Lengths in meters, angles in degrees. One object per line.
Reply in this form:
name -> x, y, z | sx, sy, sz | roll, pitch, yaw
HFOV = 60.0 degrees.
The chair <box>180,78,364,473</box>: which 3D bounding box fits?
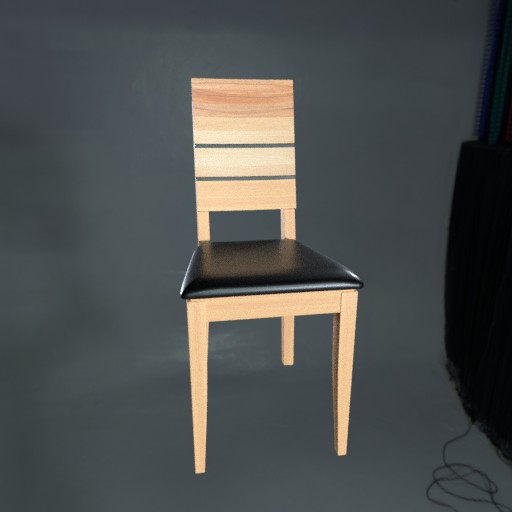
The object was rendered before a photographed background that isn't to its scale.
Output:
chair -> 0.000, 0.000, 1.203 | 0.410, 0.940, 0.520 | -3, 16, -9
